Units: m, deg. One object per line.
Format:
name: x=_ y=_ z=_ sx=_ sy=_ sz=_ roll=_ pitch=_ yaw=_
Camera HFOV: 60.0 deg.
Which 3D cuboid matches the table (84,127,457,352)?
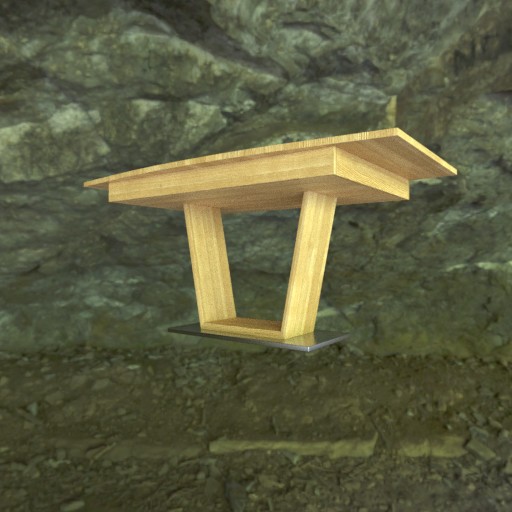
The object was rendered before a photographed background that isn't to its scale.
table: x=0.000 y=0.000 z=2.084 sx=1.598 sy=0.748 sz=0.900 roll=0 pitch=0 yaw=36
